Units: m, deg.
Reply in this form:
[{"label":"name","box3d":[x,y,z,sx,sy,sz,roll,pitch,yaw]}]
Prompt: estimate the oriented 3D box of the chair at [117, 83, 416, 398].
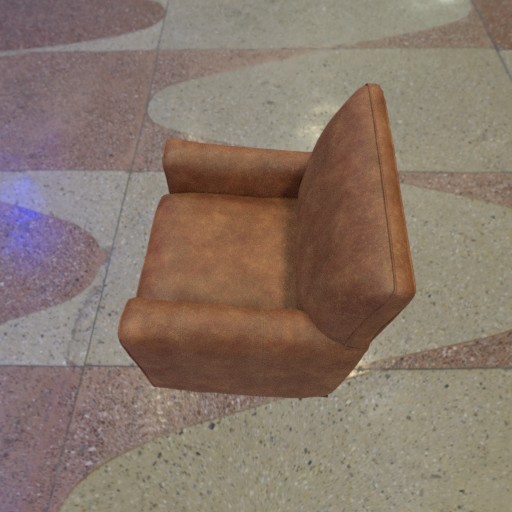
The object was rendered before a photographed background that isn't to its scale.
[{"label":"chair","box3d":[0.000,0.000,1.647,0.823,0.943,0.870,3,56,2]}]
